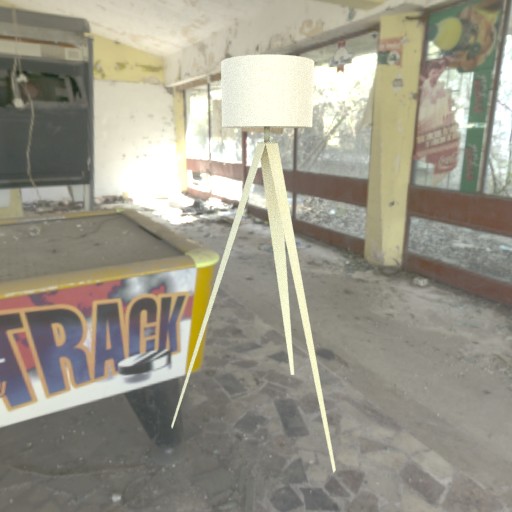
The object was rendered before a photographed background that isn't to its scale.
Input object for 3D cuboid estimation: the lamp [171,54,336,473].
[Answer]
[{"bbox_3d":[0.000,0.000,1.910,0.724,1.524,0.716,2,15,8],"label":"lamp"}]
